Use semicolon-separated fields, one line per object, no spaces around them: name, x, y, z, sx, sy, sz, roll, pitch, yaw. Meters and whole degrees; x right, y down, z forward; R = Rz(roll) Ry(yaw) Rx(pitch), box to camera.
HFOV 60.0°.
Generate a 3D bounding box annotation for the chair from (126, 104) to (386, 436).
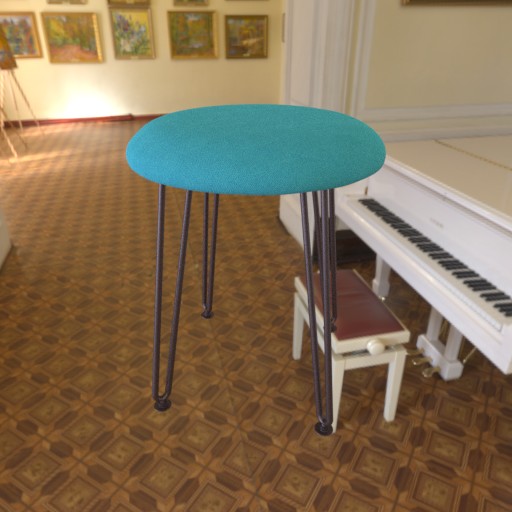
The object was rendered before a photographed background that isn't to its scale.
chair;0.000;0.000;0.695;0.350;0.430;0.350;-1;27;-1
